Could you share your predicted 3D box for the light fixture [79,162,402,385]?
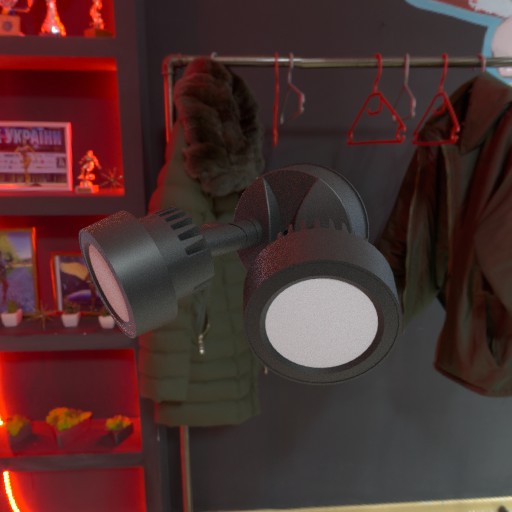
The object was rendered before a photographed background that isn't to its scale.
[{"bbox_3d":[0.000,0.000,0.300,0.213,0.120,0.168,7,15,28],"label":"light fixture"}]
